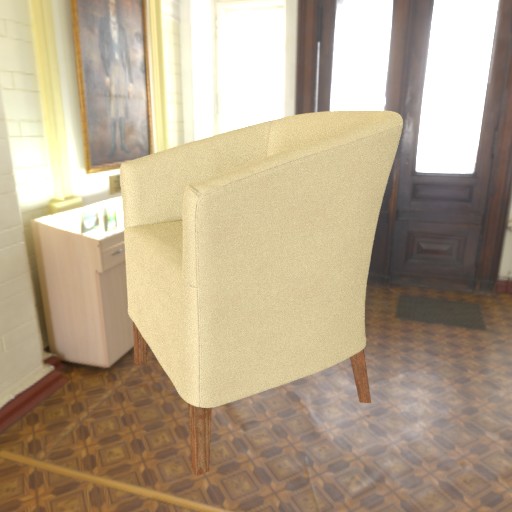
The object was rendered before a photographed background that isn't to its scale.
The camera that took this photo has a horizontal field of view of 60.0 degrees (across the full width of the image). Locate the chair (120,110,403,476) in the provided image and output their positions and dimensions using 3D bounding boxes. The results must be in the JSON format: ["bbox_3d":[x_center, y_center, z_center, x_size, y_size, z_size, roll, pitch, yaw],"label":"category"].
[{"bbox_3d":[0.000,0.000,1.300,0.657,0.822,0.643,-9,18,-27],"label":"chair"}]
